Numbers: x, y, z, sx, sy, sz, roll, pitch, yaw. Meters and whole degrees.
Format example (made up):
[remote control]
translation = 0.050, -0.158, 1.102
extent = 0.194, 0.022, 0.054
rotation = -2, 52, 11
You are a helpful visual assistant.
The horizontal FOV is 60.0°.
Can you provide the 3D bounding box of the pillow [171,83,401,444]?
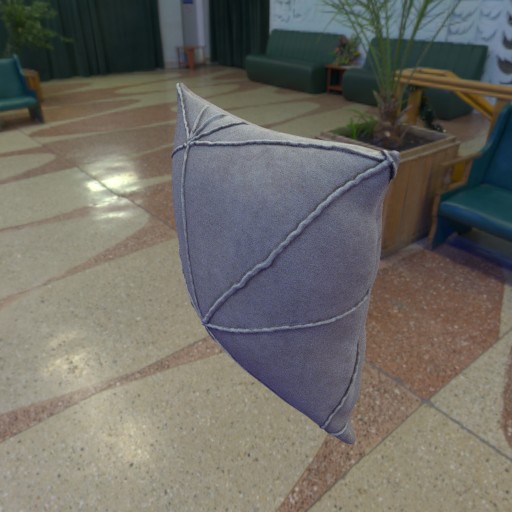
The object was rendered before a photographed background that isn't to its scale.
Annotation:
[pillow]
translation = 0.000, 0.000, 0.668
extent = 0.185, 0.440, 0.439
rotation = -21, 36, -31
